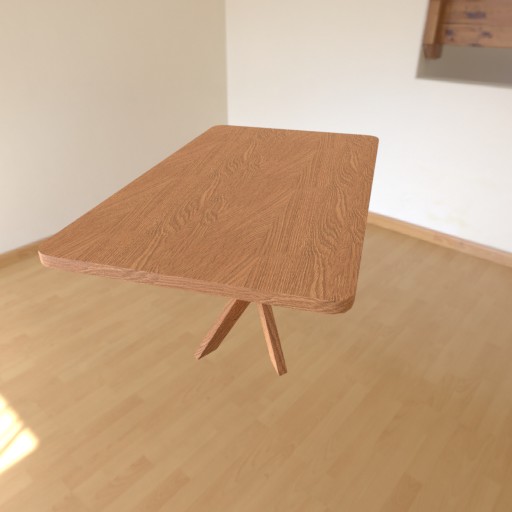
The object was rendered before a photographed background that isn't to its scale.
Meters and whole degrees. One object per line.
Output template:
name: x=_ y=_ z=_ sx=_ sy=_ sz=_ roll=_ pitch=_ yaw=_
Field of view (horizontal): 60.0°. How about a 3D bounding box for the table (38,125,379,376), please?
table: x=0.000 y=0.000 z=2.058 sx=0.950 sy=0.770 sz=1.600 roll=8 pitch=31 yaw=14
